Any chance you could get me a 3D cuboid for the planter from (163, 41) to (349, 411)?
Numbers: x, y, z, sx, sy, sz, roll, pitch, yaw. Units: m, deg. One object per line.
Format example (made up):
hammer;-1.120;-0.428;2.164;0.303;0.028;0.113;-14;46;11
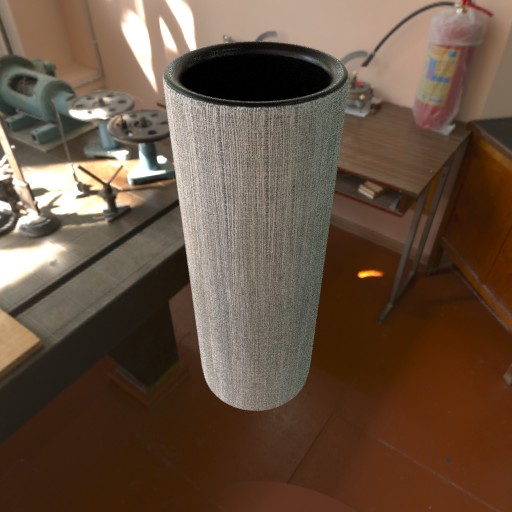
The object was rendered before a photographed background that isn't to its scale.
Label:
planter;0.000;0.000;0.328;0.100;0.270;0.100;-14;43;-15
